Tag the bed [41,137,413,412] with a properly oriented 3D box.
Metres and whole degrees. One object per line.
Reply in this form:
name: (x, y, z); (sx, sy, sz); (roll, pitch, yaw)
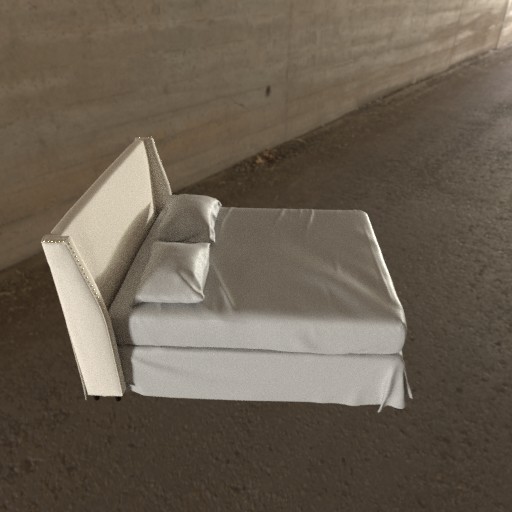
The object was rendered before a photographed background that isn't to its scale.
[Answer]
bed: (0.000, 0.000, 3.498); (2.276, 1.332, 1.925); (2, 32, 3)
